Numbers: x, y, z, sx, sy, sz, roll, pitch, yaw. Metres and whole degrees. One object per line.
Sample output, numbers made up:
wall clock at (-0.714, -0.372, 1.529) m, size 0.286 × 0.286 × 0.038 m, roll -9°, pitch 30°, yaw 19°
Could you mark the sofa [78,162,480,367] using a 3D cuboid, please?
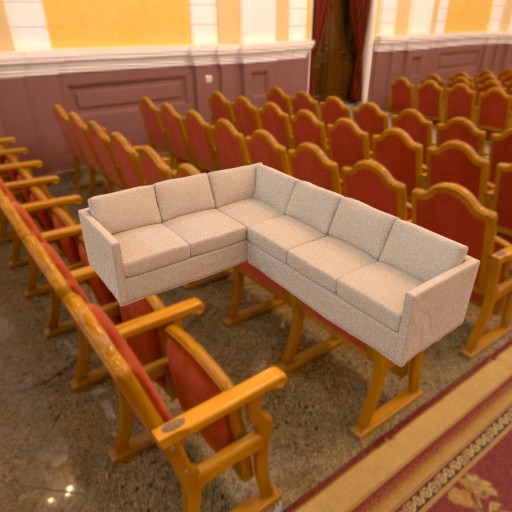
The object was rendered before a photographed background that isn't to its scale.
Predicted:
sofa at (0.000, 0.000, 4.370) m, size 2.432 × 0.871 × 3.182 m, roll -19°, pitch 34°, yaw -31°
